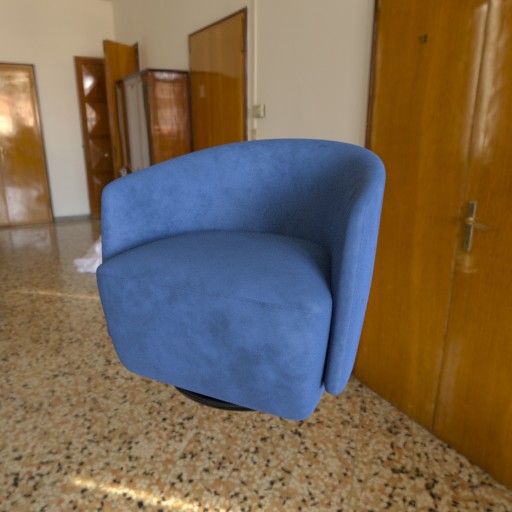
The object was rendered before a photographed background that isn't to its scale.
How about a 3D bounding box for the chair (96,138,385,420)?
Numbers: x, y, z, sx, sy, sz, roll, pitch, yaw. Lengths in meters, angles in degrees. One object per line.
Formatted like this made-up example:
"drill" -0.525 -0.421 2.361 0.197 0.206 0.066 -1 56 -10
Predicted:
"chair" 0.000 0.000 1.394 0.773 0.698 0.767 8 18 25
